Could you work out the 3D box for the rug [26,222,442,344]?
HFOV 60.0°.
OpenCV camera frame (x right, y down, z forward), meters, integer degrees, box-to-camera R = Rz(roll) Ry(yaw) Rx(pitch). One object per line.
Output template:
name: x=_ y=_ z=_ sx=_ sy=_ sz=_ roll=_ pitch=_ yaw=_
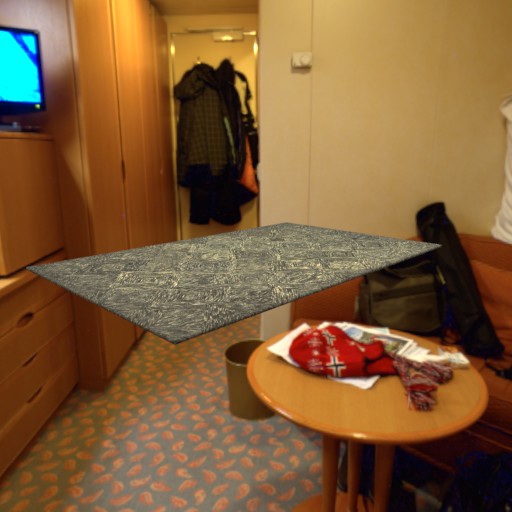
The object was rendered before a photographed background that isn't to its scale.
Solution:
rug: x=0.000 y=0.000 z=2.890 sx=1.478 sy=0.017 sz=2.330 roll=13 pitch=18 yaw=43
